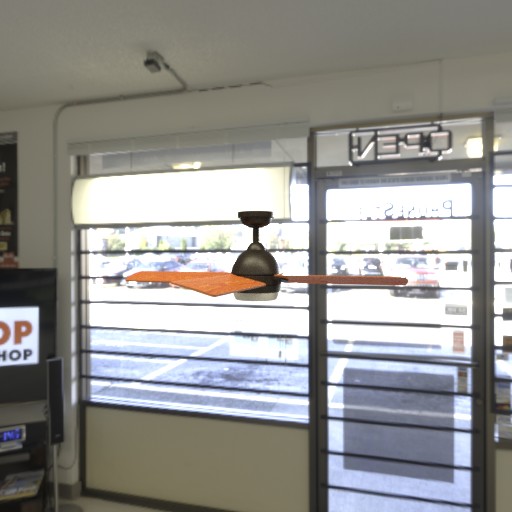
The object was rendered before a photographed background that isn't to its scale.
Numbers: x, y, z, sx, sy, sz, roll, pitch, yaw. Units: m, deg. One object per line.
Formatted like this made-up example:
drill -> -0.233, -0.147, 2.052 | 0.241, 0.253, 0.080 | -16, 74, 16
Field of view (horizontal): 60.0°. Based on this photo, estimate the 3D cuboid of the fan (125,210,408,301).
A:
fan -> 0.000, 0.000, 2.049 | 1.332, 0.403, 1.332 | 0, 0, 19
